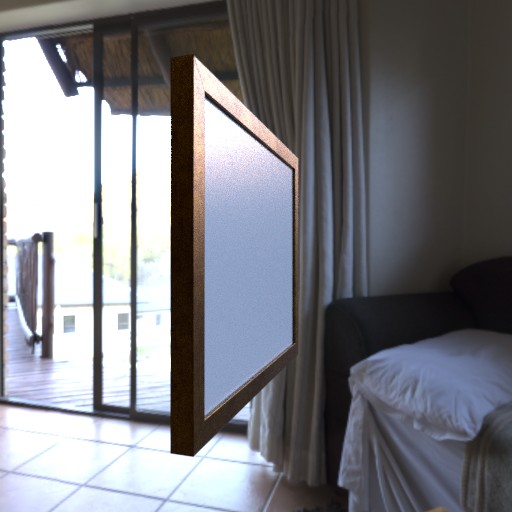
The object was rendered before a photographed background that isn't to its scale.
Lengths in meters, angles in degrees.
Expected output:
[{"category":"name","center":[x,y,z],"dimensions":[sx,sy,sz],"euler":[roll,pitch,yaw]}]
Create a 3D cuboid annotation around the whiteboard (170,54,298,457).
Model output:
[{"category":"whiteboard","center":[0.000,0.000,0.775],"dimensions":[0.029,0.457,0.561],"euler":[0,0,18]}]
